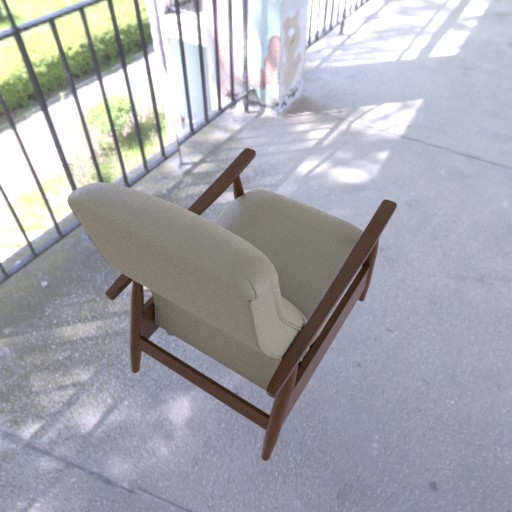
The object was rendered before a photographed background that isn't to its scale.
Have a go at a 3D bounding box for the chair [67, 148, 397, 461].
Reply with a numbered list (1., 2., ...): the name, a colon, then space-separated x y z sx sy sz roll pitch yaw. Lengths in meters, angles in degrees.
1. chair: 0.000 0.000 1.766 0.762 1.082 1.014 25 52 22
